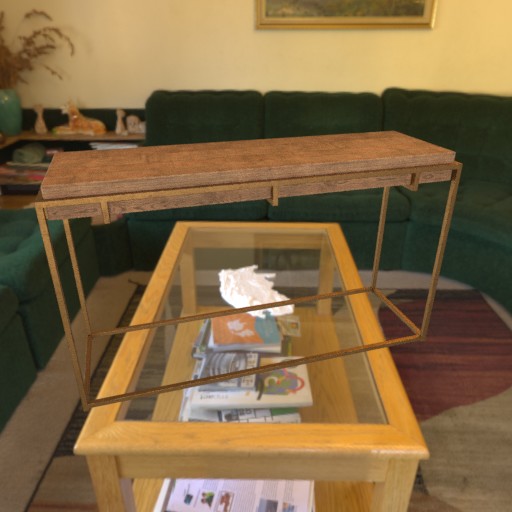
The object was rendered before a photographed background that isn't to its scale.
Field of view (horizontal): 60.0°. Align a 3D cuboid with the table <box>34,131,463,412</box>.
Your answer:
[{"bbox_3d":[0.000,0.000,1.748,1.400,0.820,0.440,-8,28,-15],"label":"table"}]
